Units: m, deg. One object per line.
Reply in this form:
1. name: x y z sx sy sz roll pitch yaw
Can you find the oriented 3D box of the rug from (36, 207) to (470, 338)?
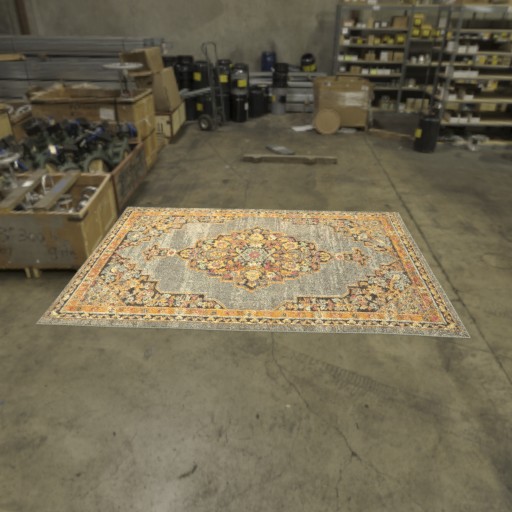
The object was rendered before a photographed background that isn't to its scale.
1. rug: 0.000 0.000 4.047 3.063 0.024 2.158 1 29 3
